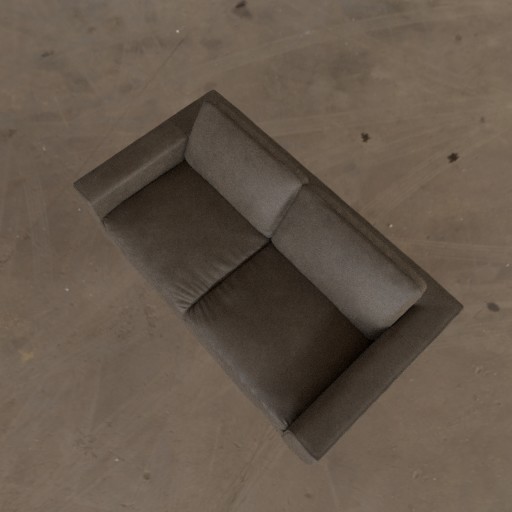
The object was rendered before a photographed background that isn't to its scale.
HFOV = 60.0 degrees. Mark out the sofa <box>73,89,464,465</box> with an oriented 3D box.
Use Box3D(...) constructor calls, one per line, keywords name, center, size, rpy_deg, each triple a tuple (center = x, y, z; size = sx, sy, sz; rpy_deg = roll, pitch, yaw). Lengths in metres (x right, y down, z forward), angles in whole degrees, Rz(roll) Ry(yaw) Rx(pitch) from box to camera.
Box3D(name="sofa", center=(0.000, 0.000, 2.452), size=(1.070, 0.800, 1.920), rpy_deg=(-40, 72, -16))
